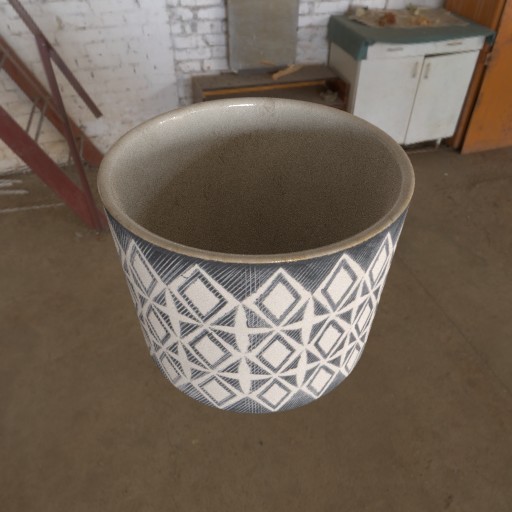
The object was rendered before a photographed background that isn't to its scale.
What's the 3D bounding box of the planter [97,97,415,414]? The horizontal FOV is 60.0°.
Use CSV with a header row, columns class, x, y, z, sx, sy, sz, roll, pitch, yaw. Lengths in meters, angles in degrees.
class,x,y,z,sx,sy,sz,roll,pitch,yaw
planter,0.000,0.000,0.332,0.192,0.165,0.192,0,42,0
